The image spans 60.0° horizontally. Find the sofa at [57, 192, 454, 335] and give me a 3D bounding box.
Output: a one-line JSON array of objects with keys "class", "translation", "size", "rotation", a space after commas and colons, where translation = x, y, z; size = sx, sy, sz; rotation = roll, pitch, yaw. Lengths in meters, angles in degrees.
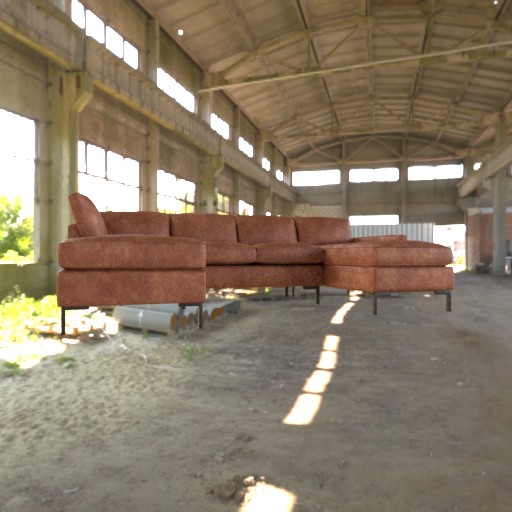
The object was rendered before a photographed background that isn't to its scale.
[{"class": "sofa", "translation": [0.000, 0.000, 3.821], "size": [2.956, 0.900, 1.939], "rotation": [0, 0, -18]}]
